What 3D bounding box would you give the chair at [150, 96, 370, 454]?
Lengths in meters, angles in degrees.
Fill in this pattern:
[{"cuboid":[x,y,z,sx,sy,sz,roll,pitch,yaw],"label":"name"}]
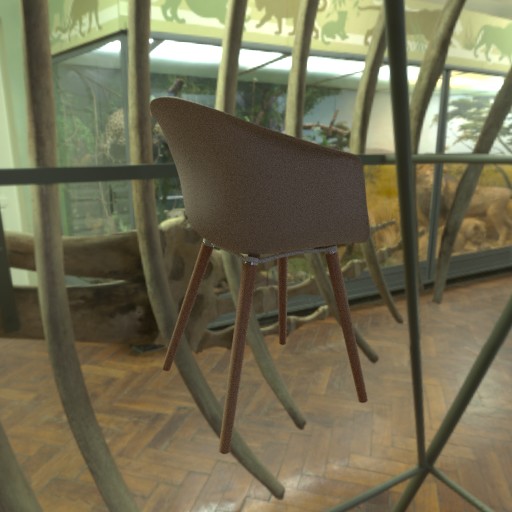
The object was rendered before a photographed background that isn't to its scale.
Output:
[{"cuboid":[0.000,0.000,1.190,0.504,0.781,0.593,-7,16,-27],"label":"chair"}]
